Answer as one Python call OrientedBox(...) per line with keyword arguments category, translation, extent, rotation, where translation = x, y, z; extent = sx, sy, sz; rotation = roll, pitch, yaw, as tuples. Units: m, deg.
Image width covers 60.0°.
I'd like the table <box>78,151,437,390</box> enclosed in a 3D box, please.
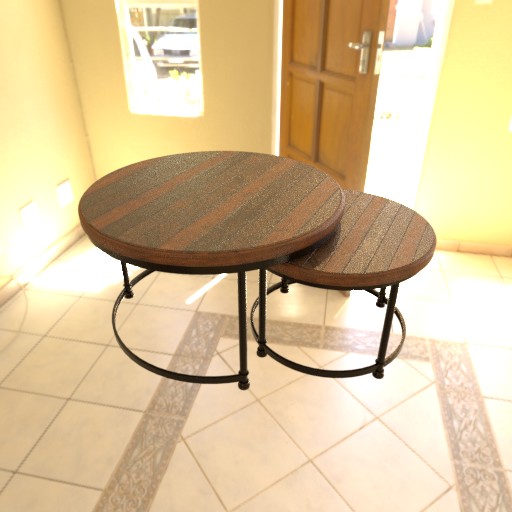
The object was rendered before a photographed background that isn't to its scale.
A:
OrientedBox(category="table", translation=(0.000, 0.000, 1.618), extent=(1.152, 0.516, 0.870), rotation=(1, 31, 2))
